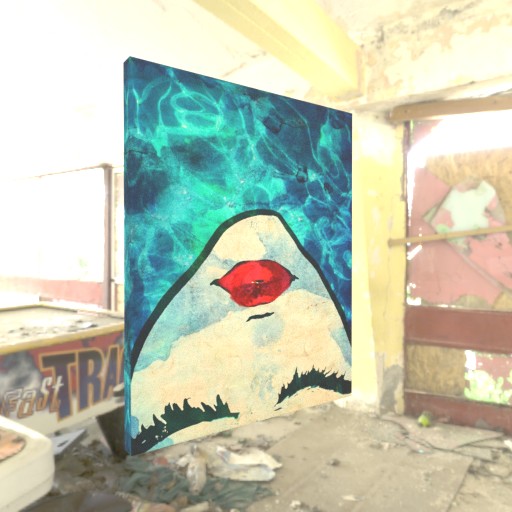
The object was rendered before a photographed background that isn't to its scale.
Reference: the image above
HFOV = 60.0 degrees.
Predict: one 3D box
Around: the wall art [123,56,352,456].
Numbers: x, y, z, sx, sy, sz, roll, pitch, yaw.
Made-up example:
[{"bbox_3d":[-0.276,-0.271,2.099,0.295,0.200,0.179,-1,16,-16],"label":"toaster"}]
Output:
[{"bbox_3d":[0.000,0.000,1.032,0.609,0.760,0.038,-1,1,-35],"label":"wall art"}]
